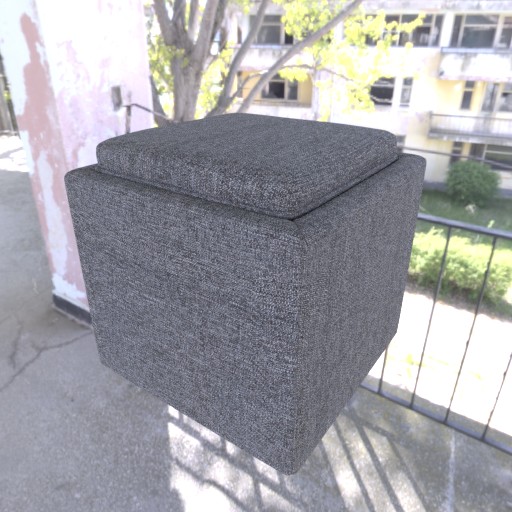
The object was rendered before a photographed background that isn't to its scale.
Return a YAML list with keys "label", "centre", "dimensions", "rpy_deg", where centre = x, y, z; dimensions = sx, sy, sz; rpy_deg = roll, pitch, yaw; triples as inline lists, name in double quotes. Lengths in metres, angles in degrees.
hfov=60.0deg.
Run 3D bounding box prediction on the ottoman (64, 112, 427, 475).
- label: "ottoman"
  centre: [0.000, 0.000, 0.825]
  dimensions: [0.450, 0.460, 0.450]
  rpy_deg: [18, 31, 31]
